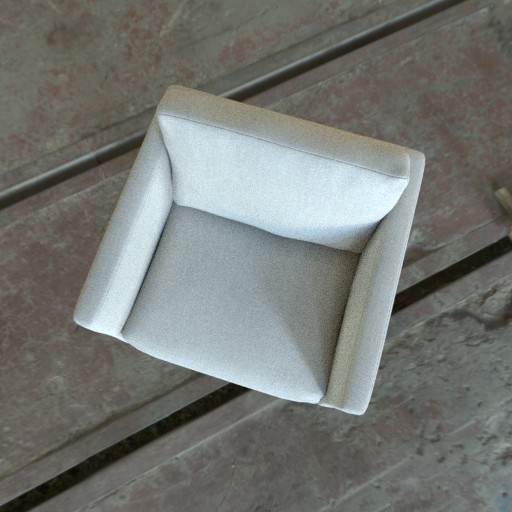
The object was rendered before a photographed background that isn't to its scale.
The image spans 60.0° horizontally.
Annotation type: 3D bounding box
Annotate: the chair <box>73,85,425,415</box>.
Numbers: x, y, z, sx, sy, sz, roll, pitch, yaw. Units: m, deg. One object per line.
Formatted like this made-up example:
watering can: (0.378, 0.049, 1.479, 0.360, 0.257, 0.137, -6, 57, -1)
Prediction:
chair: (0.000, 0.000, 1.727, 0.996, 0.919, 0.959, 17, 76, 4)
